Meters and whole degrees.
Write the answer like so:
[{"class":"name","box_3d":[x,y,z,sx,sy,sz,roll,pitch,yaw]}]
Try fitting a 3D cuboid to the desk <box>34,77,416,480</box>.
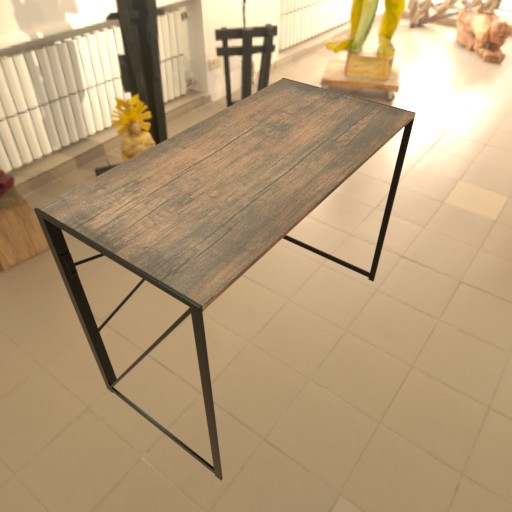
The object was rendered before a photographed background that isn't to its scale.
[{"class":"desk","box_3d":[0.000,0.000,1.448,0.505,0.747,1.015,26,48,26]}]
